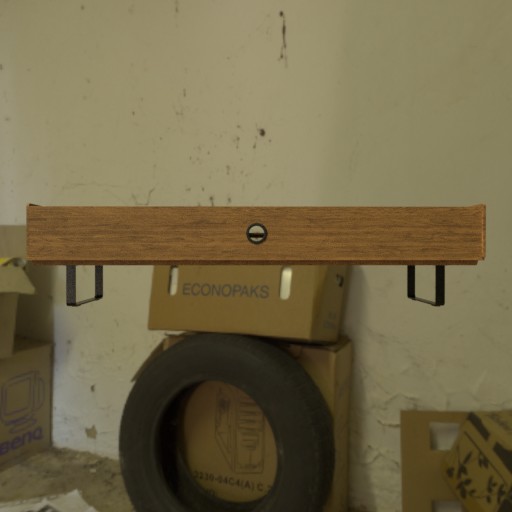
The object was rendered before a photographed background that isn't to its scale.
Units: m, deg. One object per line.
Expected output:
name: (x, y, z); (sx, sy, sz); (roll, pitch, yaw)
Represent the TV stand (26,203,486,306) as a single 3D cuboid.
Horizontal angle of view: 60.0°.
TV stand: (0.000, 0.000, 1.960); (1.796, 0.415, 0.467); (0, 0, -1)
